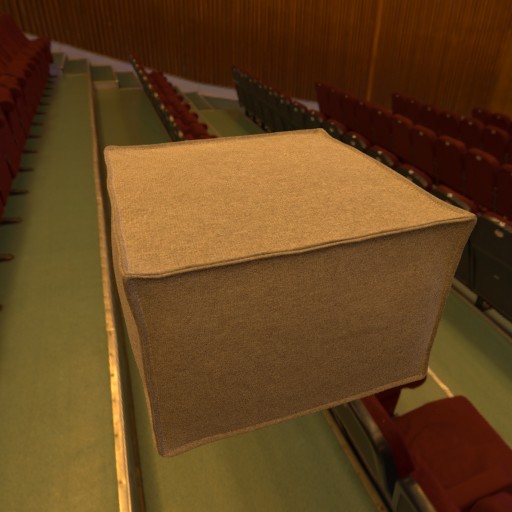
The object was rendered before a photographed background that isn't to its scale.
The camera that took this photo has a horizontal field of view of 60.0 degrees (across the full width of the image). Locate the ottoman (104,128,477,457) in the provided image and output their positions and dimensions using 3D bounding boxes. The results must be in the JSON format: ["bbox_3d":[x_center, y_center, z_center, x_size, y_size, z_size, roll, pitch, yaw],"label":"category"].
[{"bbox_3d":[0.000,0.000,1.141,0.696,0.470,0.707,-10,33,-16],"label":"ottoman"}]
